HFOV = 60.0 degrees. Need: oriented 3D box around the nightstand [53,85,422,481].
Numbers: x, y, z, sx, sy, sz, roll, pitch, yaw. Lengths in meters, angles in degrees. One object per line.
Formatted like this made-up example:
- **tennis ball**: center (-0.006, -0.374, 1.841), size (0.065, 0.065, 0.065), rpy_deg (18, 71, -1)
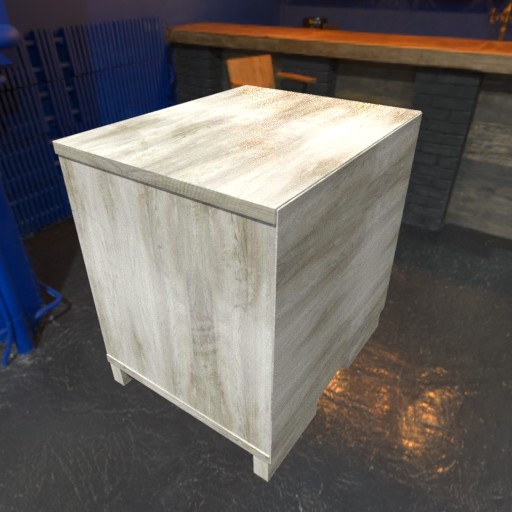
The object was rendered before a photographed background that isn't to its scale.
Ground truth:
- **nightstand**: center (0.000, 0.000, 0.758), size (0.347, 0.448, 0.427), rpy_deg (21, 38, 29)
